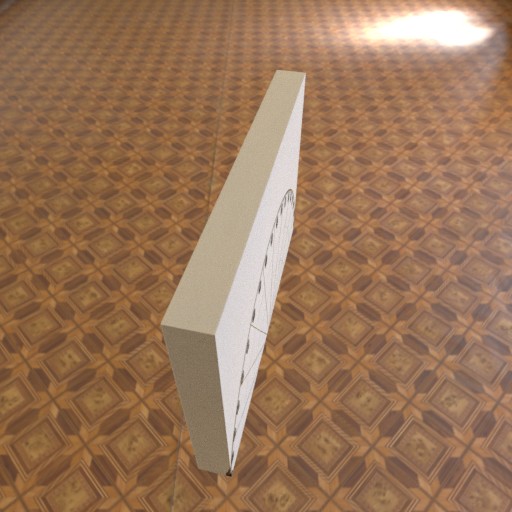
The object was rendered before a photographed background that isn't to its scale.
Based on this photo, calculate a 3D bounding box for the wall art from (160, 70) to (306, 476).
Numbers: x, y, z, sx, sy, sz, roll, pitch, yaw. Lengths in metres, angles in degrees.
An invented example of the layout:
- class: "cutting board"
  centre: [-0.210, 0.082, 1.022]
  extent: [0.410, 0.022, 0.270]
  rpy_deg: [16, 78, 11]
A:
- class: "wall art"
  centre: [0.000, 0.000, 0.495]
  extent: [0.039, 0.254, 0.384]
  rpy_deg: [10, 47, 9]
